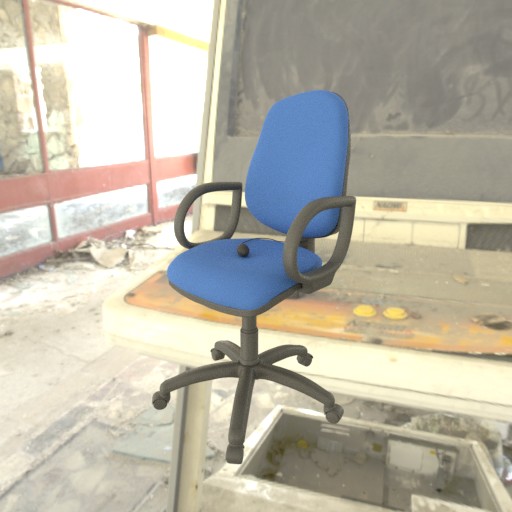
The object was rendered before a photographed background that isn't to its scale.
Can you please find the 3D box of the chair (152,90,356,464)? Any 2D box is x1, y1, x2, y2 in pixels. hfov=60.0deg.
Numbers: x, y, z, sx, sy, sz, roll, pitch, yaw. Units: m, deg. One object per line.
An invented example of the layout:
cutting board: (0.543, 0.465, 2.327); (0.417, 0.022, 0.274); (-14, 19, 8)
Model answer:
chair: (0.000, 0.000, 1.259); (0.552, 0.905, 0.549); (15, 22, 42)
